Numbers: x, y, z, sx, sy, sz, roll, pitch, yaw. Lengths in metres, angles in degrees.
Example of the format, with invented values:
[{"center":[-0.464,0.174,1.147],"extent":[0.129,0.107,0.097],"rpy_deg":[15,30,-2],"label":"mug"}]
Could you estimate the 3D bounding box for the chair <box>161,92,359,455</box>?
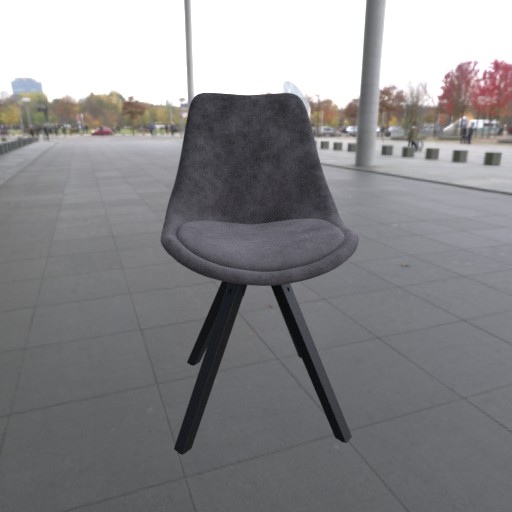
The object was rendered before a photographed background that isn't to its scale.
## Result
[{"center":[0.000,0.000,1.177],"extent":[0.485,0.850,0.550],"rpy_deg":[-2,16,-6],"label":"chair"}]
